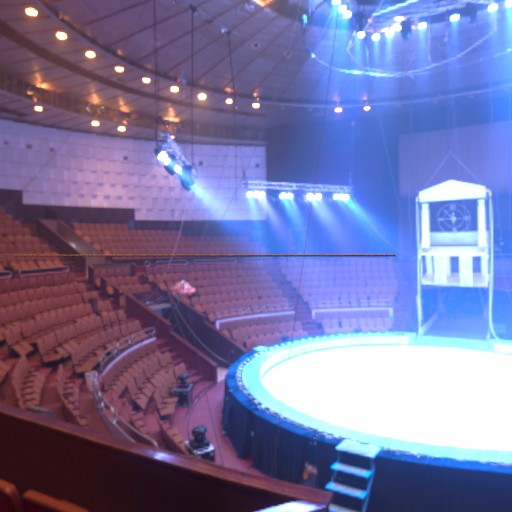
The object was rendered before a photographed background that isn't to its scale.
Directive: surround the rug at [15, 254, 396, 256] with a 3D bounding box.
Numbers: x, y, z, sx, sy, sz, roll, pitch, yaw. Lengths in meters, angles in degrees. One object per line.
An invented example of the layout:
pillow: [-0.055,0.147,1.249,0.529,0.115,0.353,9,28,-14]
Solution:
rug: [0.000,0.000,4.035,2.433,0.011,3.037,0,0,18]
